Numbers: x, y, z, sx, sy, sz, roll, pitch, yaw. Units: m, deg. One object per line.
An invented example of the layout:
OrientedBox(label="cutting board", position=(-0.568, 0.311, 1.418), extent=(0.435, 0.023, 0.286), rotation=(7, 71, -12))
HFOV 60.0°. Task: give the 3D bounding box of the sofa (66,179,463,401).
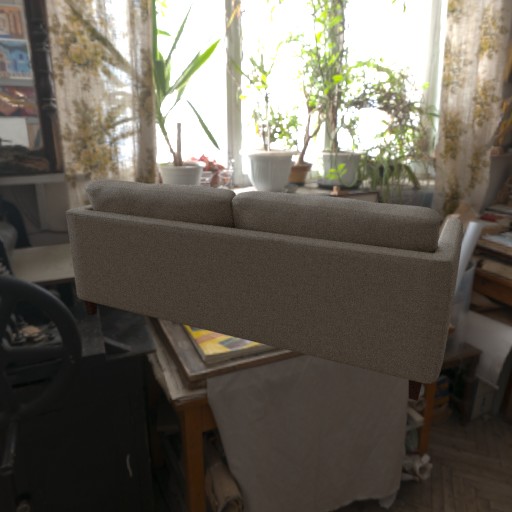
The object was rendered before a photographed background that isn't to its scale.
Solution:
OrientedBox(label="sofa", position=(0.000, 0.000, 2.939), extent=(2.434, 0.965, 0.951), rotation=(9, 20, 25))
